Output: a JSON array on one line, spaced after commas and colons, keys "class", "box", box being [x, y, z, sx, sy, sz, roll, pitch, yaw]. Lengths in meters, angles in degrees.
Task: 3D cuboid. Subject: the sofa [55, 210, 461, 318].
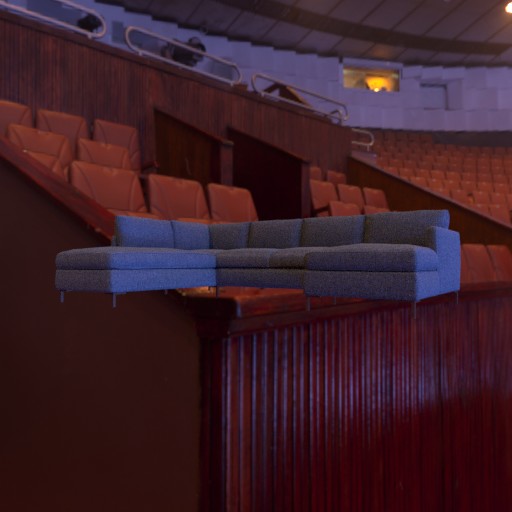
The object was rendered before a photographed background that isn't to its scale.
[{"class": "sofa", "box": [0.000, 0.000, 3.569, 2.737, 0.753, 1.879, -1, -1, 36]}]
